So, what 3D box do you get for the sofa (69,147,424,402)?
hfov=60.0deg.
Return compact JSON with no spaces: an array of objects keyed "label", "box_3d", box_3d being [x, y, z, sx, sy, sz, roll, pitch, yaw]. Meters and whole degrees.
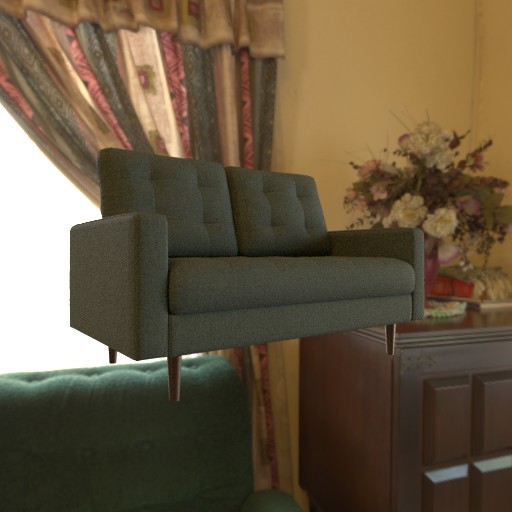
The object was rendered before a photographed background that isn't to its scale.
[{"label":"sofa","box_3d":[0.000,0.000,1.974,1.407,0.907,0.842,0,0,-36]}]
